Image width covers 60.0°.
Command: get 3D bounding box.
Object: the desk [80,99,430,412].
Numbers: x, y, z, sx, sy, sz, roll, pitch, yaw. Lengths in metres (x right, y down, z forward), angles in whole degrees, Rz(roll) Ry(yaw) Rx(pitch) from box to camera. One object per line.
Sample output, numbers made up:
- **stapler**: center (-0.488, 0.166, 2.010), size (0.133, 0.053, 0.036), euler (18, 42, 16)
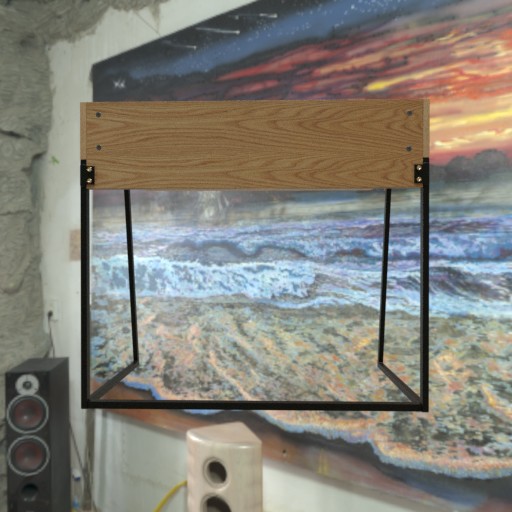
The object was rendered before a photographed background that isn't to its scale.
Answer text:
- **desk**: center (0.000, 0.000, 1.883), size (1.191, 1.061, 0.769), euler (0, 0, 2)
